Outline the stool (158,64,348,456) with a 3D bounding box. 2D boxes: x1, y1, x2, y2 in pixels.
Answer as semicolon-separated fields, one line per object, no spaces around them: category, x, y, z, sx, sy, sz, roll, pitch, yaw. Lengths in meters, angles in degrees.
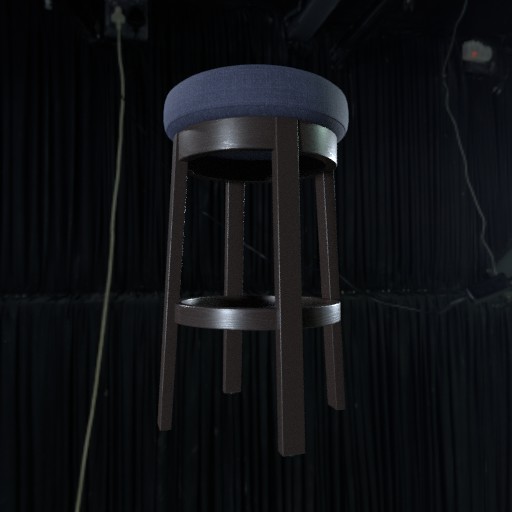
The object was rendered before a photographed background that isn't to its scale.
stool;0.000;0.000;1.042;0.446;0.758;0.446;0;-1;0
